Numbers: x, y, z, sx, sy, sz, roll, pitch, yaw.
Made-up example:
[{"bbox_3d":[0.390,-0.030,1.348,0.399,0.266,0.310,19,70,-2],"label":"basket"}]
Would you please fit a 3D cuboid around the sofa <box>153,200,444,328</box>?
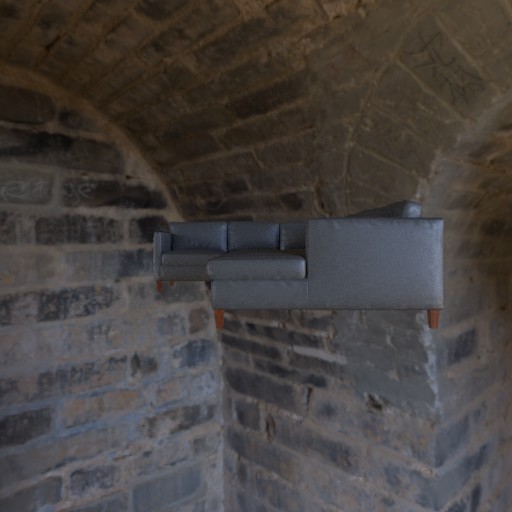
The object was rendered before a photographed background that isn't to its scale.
[{"bbox_3d":[0.000,0.000,4.681,2.593,0.923,3.460,0,1,0],"label":"sofa"}]
